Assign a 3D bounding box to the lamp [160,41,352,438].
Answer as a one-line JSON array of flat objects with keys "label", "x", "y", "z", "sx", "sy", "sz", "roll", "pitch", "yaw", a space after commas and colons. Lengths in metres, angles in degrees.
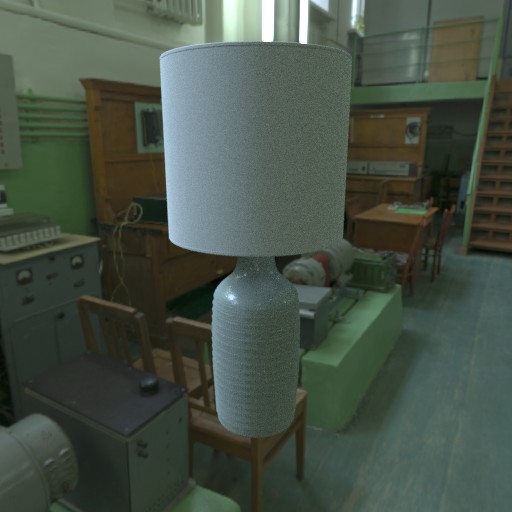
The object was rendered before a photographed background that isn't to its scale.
[{"label": "lamp", "x": 0.000, "y": 0.000, "z": 0.581, "sx": 0.220, "sy": 0.475, "sz": 0.220, "roll": 8, "pitch": 17, "yaw": 27}]
